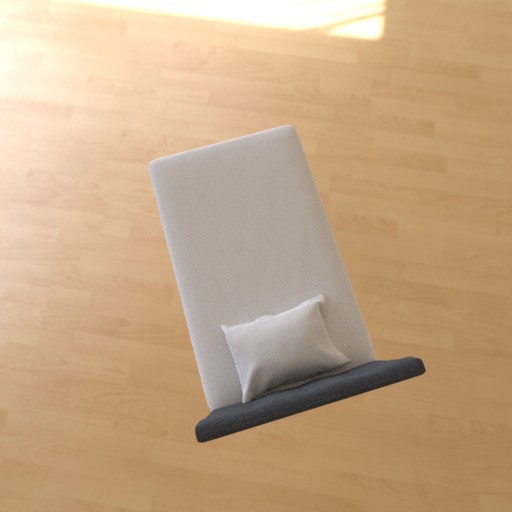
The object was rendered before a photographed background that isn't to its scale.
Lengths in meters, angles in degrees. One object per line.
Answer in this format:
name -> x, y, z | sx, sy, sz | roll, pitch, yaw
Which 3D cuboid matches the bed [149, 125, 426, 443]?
bed -> 0.000, 0.000, 3.066 | 1.261, 1.571, 1.997 | -16, 76, -4
